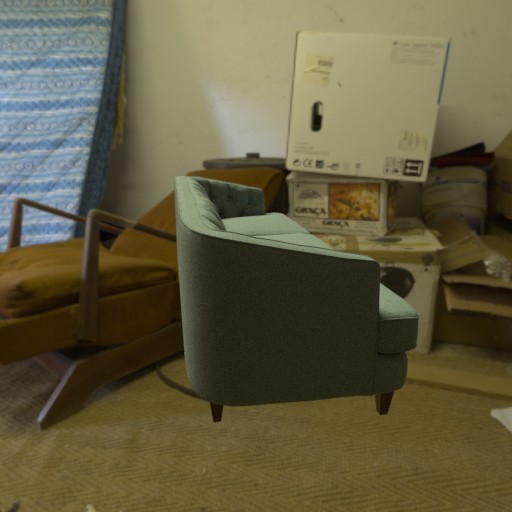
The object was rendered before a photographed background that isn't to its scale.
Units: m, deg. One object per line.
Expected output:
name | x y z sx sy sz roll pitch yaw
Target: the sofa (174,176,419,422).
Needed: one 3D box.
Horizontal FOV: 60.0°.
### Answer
sofa | 0.000 0.000 2.726 0.941 0.855 2.278 -3 16 -10
